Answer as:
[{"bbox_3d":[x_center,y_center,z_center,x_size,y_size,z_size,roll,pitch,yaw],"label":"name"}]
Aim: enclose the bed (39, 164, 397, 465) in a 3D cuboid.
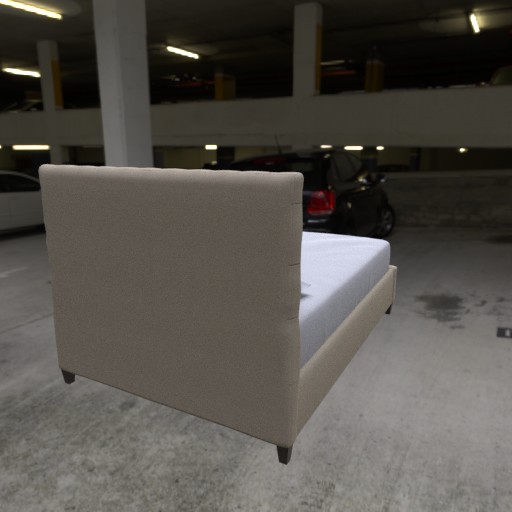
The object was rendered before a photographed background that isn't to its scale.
[{"bbox_3d":[0.000,0.000,3.395,1.698,1.427,2.387,8,16,28],"label":"bed"}]
